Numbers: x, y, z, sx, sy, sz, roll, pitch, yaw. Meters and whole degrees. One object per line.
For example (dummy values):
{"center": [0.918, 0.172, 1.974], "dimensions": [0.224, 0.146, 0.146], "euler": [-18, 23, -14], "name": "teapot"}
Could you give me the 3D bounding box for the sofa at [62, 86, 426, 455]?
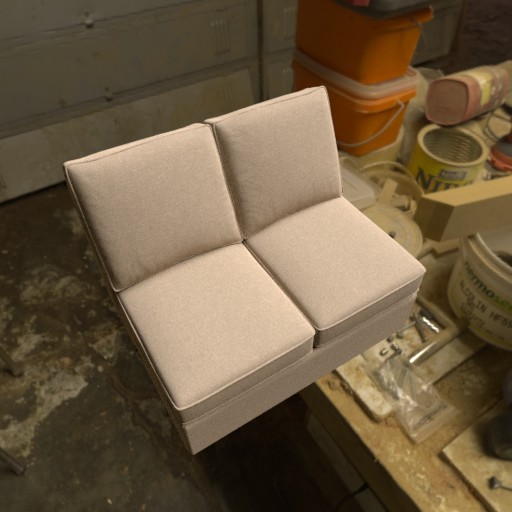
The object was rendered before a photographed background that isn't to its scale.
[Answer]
{"center": [0.000, 0.000, 1.980], "dimensions": [1.237, 1.008, 0.951], "euler": [-24, 51, -21], "name": "sofa"}
